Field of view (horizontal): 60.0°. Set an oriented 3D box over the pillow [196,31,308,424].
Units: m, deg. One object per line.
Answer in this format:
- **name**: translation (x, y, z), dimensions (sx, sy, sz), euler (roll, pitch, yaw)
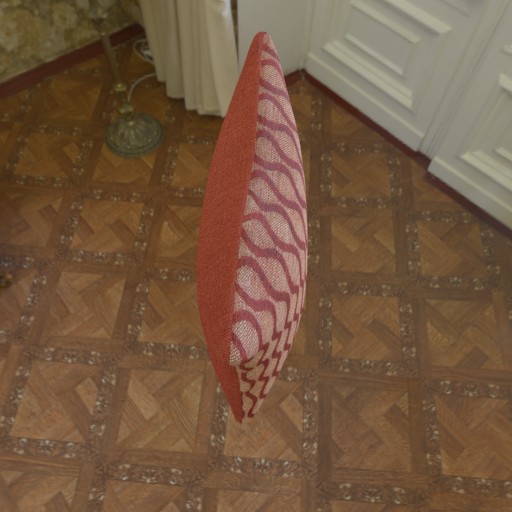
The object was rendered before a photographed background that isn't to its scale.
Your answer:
- **pillow**: translation (0.000, 0.000, 0.653), dimensions (0.159, 0.434, 0.429), euler (3, 62, 1)
